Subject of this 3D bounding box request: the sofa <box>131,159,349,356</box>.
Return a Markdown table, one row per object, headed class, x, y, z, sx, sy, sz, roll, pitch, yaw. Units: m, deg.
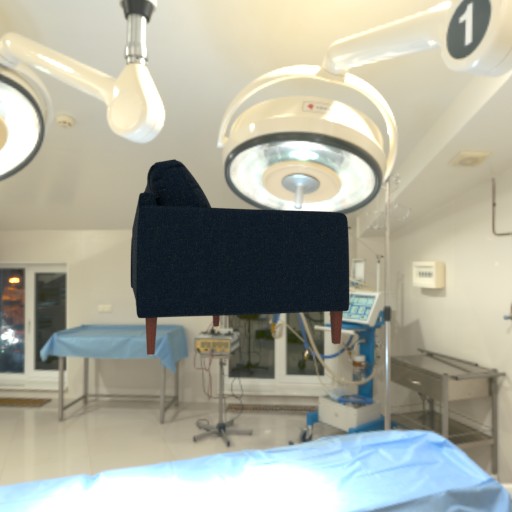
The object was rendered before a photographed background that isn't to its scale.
| class | x | y | z | sx | sy | sz | roll | pitch | yaw |
| --- | --- | --- | --- | --- | --- | --- | --- | --- | --- |
| sofa | 0.000 | 0.000 | 3.003 | 1.613 | 0.841 | 2.185 | 0 | -1 | -16 |
